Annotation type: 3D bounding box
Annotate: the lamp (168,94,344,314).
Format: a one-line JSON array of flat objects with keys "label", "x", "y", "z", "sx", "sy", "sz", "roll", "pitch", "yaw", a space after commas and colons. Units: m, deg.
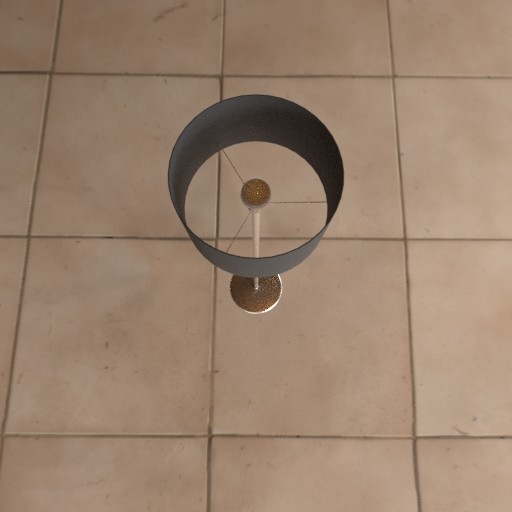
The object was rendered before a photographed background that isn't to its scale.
[{"label": "lamp", "x": 0.000, "y": 0.000, "z": 1.576, "sx": 0.348, "sy": 1.443, "sz": 0.348, "roll": -1, "pitch": 77, "yaw": 0}]
